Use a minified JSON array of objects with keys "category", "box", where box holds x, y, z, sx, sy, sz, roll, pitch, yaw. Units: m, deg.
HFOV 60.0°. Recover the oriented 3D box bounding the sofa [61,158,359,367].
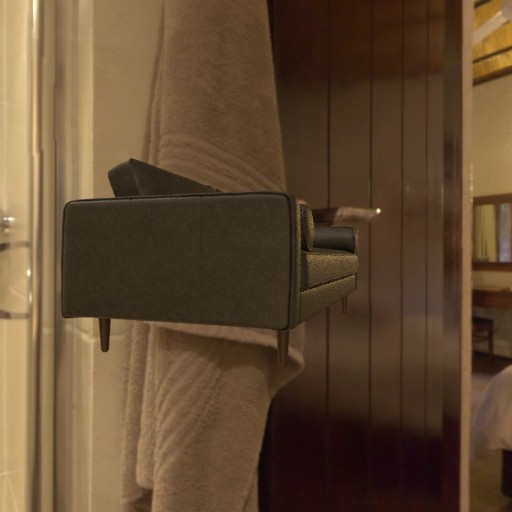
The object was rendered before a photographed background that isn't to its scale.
[{"category":"sofa","box":[0.000,0.000,2.375,0.921,0.770,1.879,0,0,19]}]
